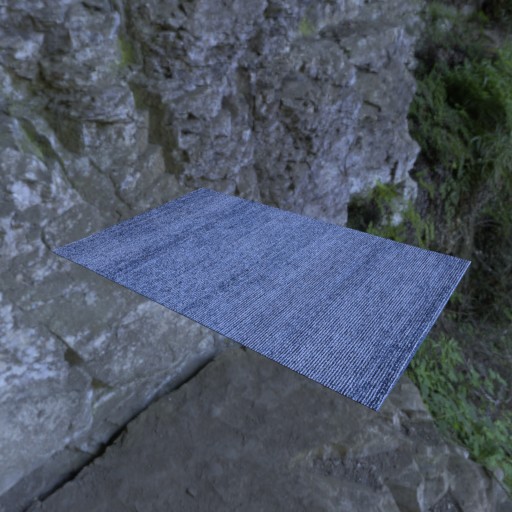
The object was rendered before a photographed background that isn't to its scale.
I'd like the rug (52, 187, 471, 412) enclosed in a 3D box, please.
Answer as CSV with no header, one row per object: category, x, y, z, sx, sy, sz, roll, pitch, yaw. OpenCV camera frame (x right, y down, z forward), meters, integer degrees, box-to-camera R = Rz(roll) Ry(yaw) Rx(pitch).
rug,0.000,0.000,2.176,1.740,0.010,1.135,20,34,31
